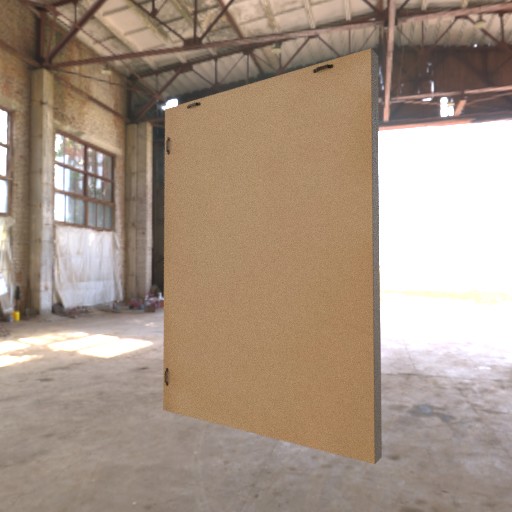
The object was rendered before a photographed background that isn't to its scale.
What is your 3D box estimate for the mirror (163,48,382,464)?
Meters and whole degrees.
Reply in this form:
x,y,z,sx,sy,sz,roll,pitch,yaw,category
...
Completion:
x,y,z,sx,sy,sz,roll,pitch,yaw,category
0.000,0.000,0.912,0.507,0.710,0.039,-1,-2,35,mirror
